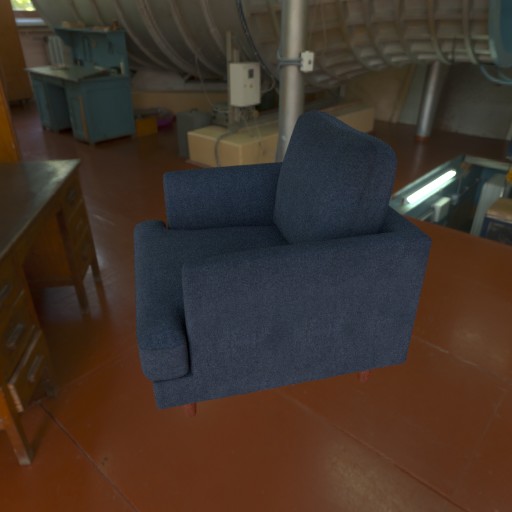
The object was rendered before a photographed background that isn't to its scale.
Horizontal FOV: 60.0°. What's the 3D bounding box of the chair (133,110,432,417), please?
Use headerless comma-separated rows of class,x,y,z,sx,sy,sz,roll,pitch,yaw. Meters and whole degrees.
chair,0.000,0.000,1.680,0.899,0.957,0.858,-7,30,-12
